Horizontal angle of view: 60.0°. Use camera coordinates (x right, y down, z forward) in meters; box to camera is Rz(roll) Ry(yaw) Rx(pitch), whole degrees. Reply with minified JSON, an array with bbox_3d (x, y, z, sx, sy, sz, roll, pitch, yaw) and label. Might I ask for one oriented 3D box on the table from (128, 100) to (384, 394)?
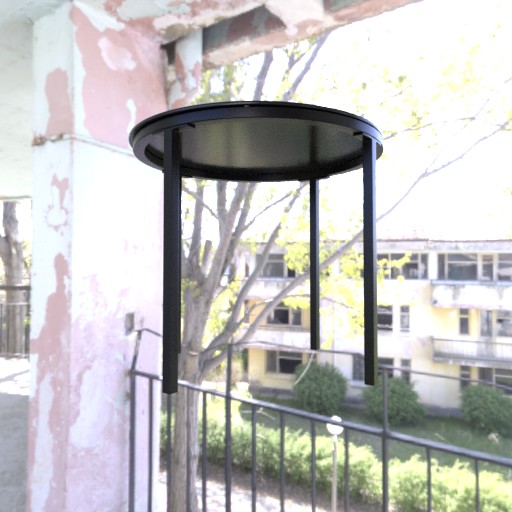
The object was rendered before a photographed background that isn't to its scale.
[{"bbox_3d":[0.000,0.000,0.895,0.499,0.443,0.499,0,-2,0],"label":"table"}]
